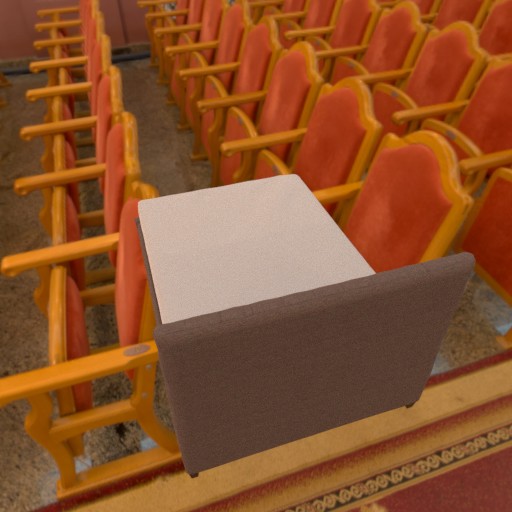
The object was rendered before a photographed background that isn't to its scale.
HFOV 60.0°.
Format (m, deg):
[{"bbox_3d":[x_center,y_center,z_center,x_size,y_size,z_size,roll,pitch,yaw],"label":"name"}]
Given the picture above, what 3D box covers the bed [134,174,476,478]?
[{"bbox_3d":[0.000,0.000,3.409,1.698,1.427,2.387,-12,42,-14],"label":"bed"}]
